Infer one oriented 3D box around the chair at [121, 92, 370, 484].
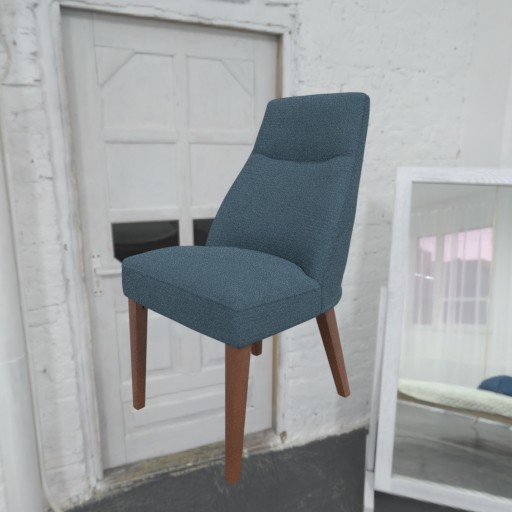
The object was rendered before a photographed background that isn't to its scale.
[{"bbox_3d":[0.000,0.000,1.301,0.500,0.930,0.620,14,20,43],"label":"chair"}]
